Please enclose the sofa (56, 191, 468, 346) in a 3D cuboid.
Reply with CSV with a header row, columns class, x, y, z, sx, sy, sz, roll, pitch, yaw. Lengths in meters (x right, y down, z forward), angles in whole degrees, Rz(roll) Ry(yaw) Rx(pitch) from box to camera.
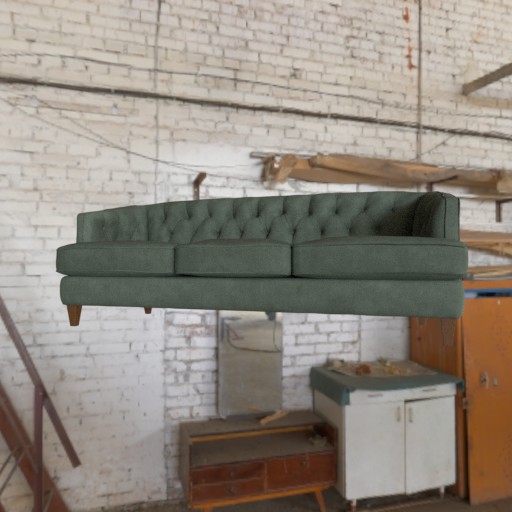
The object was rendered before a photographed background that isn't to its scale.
class,x,y,z,sx,sy,sz,roll,pitch,yaw
sofa,0.000,0.000,2.730,2.278,0.855,0.941,0,-1,18
